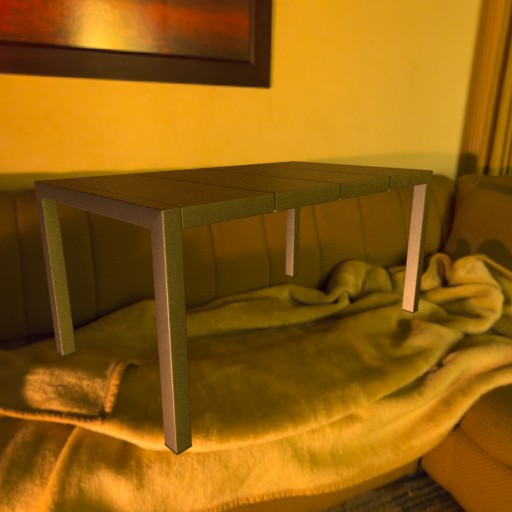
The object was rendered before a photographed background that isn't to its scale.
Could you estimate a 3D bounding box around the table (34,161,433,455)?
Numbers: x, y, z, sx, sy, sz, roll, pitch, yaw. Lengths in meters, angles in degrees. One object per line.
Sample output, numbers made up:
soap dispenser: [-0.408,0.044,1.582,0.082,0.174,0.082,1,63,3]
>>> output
table: [0.000,0.000,1.272,0.965,0.460,0.559,-15,22,-43]
